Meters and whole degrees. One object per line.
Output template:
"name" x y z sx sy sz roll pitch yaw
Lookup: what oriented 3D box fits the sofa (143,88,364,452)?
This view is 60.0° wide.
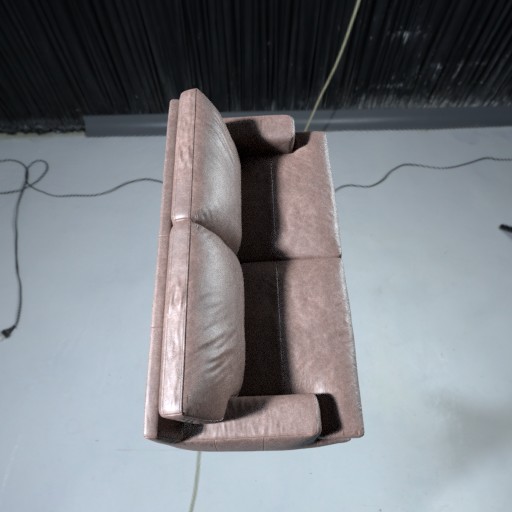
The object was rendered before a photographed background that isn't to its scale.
"sofa" 0.000 0.000 2.833 1.143 0.941 2.261 -1 63 -1
